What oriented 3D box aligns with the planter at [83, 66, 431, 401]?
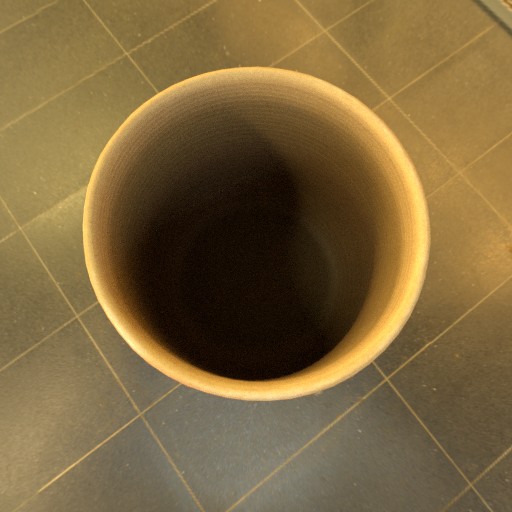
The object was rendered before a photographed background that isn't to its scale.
[{"bbox_3d":[0.000,0.000,0.276,0.170,0.152,0.170,0,75,0],"label":"planter"}]
